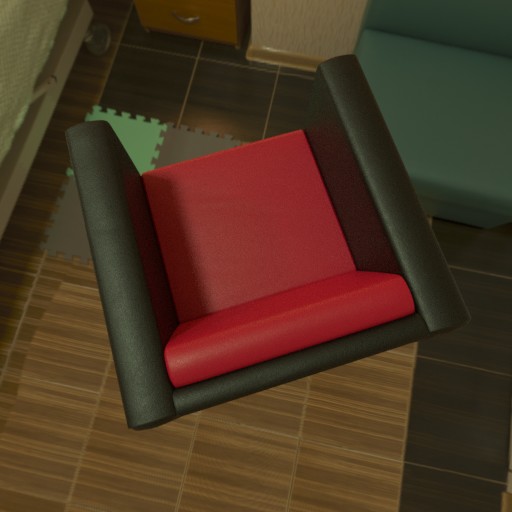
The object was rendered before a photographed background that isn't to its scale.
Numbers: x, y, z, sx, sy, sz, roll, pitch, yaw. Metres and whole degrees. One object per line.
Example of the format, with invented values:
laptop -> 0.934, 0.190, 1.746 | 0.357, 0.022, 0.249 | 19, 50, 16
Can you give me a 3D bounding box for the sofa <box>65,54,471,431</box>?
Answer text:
sofa -> 0.000, 0.000, 1.437 | 0.839, 0.724, 0.809 | -16, 75, -5
